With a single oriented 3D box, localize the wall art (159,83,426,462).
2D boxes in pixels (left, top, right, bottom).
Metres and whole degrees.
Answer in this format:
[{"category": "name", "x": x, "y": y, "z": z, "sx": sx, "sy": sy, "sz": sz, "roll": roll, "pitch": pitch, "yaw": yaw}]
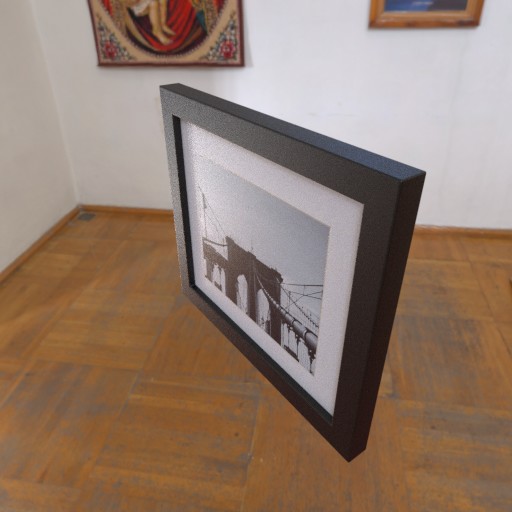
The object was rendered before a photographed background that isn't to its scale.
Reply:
[{"category": "wall art", "x": 0.000, "y": 0.000, "z": 0.531, "sx": 0.028, "sy": 0.330, "sz": 0.380, "roll": -22, "pitch": 38, "yaw": -30}]
